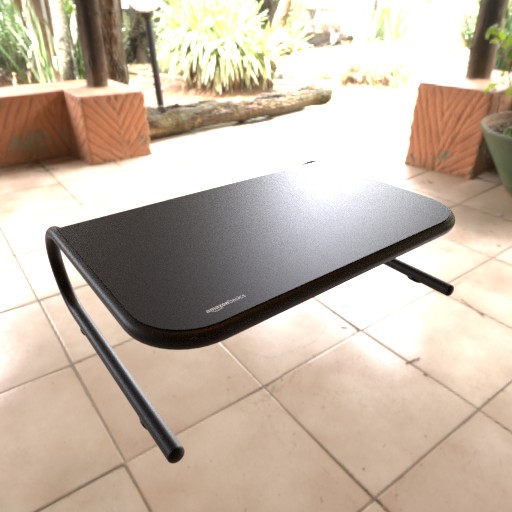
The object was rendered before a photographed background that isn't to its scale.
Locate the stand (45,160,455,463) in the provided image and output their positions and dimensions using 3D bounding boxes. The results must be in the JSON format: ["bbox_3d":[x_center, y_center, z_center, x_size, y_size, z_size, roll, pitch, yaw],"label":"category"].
[{"bbox_3d":[0.000,0.000,0.491,0.370,0.108,0.280,-21,35,-32],"label":"stand"}]
